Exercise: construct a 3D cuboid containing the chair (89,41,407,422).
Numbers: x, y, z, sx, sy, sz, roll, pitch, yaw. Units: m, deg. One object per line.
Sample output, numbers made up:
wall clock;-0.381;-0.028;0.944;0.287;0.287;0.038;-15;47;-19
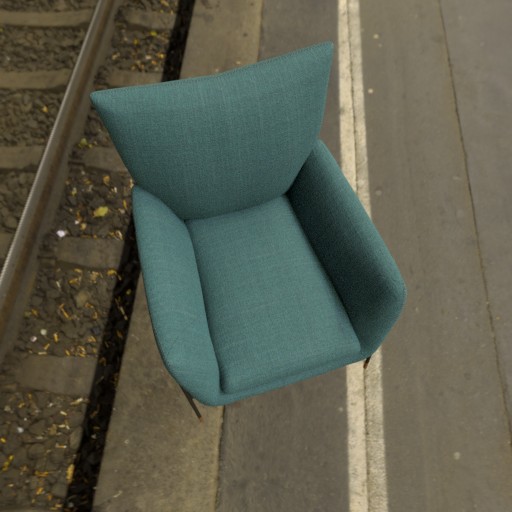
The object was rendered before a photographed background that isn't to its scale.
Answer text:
chair;0.000;0.000;1.392;0.678;0.859;0.769;-16;64;-8
